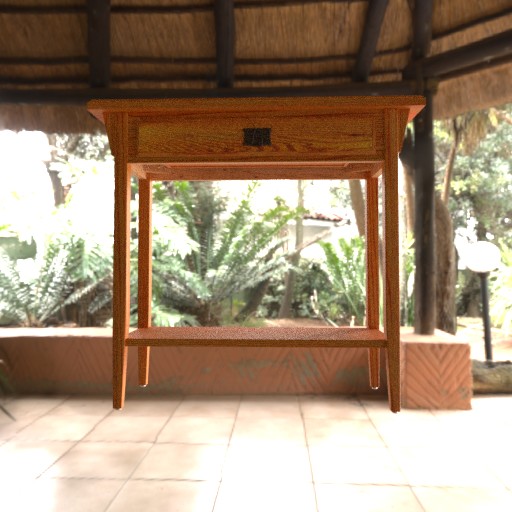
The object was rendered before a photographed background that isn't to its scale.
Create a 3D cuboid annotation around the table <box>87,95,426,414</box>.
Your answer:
[{"bbox_3d":[0.000,0.000,1.115,0.762,0.711,0.254,0,-1,2],"label":"table"}]
